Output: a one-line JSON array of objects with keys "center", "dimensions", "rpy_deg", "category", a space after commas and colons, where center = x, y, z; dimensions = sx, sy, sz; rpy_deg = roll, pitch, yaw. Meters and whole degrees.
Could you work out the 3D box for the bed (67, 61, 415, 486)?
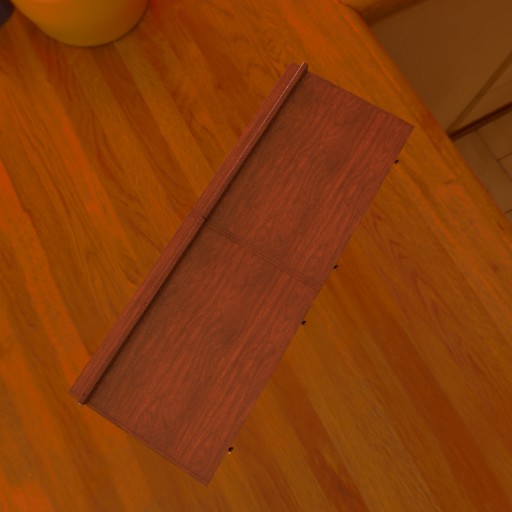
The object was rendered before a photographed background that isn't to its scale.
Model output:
[{"center": [0.000, 0.000, 2.308], "dimensions": [0.787, 0.326, 2.057], "rpy_deg": [31, 78, 7], "category": "bed"}]
